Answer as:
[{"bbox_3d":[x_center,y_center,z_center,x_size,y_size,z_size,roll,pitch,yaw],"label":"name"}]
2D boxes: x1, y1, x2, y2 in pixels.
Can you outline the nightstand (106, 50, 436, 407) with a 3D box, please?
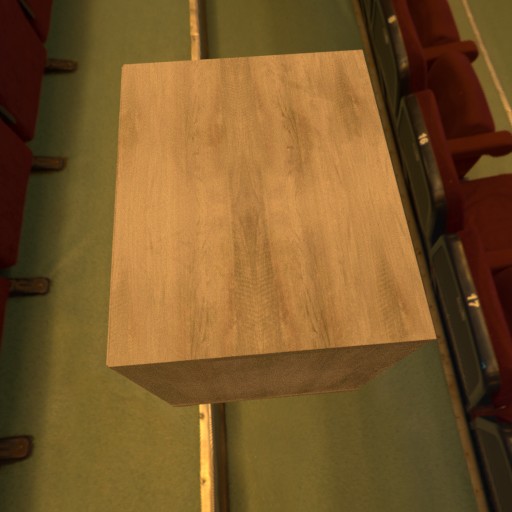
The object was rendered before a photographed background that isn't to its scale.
[{"bbox_3d":[0.000,0.000,0.753,0.347,0.448,0.427,-4,66,-2],"label":"nightstand"}]
